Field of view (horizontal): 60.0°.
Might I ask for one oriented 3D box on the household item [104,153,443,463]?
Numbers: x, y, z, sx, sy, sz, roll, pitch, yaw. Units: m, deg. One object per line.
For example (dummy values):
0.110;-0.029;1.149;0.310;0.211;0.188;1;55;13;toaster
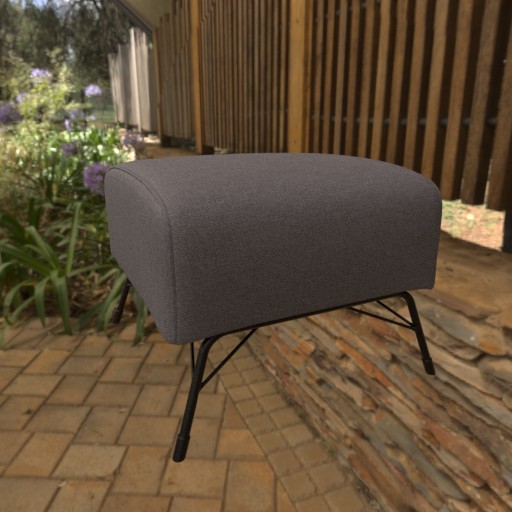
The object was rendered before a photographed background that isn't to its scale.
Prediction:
0.000;0.000;0.919;0.530;0.410;0.530;-8;19;-25;household item
